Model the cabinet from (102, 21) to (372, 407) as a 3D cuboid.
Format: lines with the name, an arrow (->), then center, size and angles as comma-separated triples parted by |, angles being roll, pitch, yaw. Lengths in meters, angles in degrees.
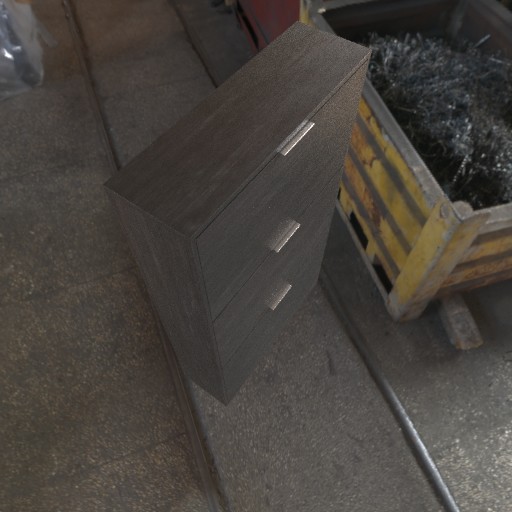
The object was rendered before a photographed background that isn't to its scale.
cabinet -> 0.000, 0.000, 1.585 | 0.250, 1.280, 0.750 | 31, 63, 18
